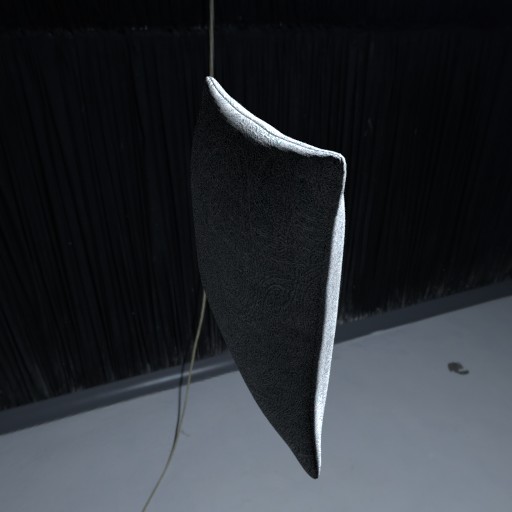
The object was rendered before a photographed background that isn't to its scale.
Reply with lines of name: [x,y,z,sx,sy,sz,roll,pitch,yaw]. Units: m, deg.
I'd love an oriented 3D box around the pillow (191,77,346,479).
pillow: [0.000,0.000,0.760,0.166,0.507,0.526,-10,32,-17]
